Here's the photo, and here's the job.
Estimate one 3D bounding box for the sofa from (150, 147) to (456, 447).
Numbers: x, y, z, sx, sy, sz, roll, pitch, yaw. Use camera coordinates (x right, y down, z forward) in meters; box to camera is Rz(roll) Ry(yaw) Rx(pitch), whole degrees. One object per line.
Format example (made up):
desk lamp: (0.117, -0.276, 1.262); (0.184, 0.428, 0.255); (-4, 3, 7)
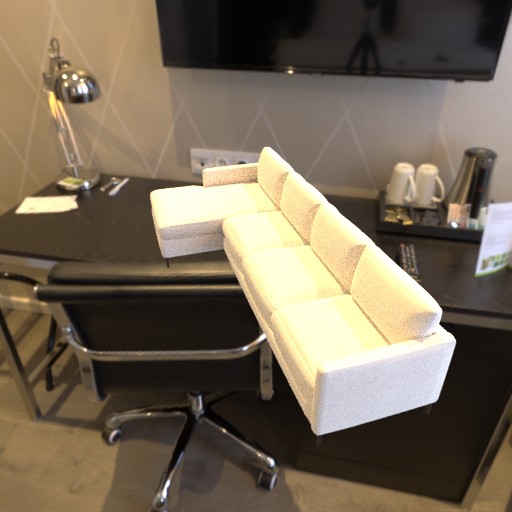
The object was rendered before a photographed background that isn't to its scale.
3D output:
sofa: (0.000, 0.000, 3.748); (1.467, 0.875, 3.186); (-10, 33, -15)
